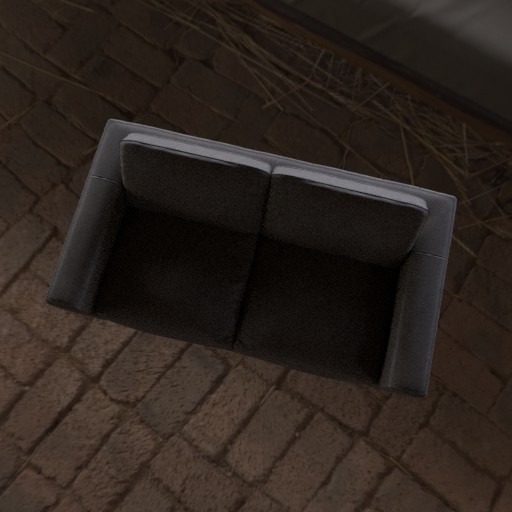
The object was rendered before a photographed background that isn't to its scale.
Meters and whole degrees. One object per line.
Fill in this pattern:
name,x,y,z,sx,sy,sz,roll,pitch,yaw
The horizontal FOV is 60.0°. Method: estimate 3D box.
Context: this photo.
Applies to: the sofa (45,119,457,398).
sofa,0.000,0.000,2.403,1.920,0.800,1.070,13,77,3
